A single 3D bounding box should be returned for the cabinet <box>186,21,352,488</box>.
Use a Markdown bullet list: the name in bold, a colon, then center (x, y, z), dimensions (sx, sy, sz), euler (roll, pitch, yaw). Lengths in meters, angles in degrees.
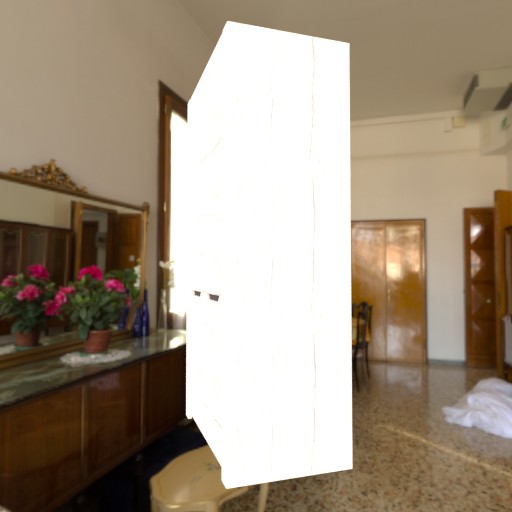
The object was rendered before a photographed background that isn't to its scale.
- **cabinet**: center (0.000, 0.000, 2.376), dimensions (0.580, 1.930, 0.980), euler (1, -2, -18)
